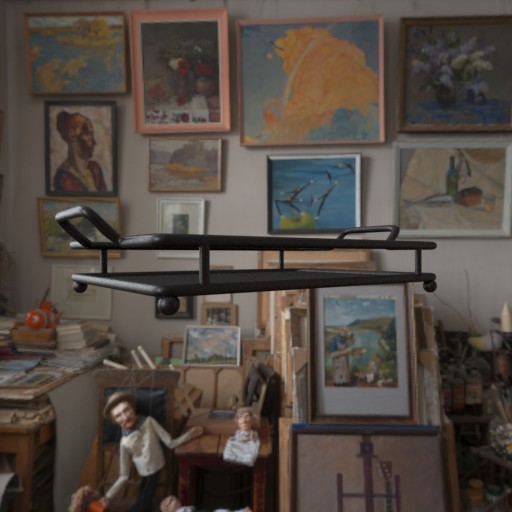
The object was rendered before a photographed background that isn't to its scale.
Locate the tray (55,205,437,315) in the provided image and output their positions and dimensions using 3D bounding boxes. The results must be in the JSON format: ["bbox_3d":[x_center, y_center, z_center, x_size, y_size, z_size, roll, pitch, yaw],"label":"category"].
[{"bbox_3d":[0.000,0.000,0.611,0.495,0.101,0.297,0,0,-36],"label":"tray"}]
